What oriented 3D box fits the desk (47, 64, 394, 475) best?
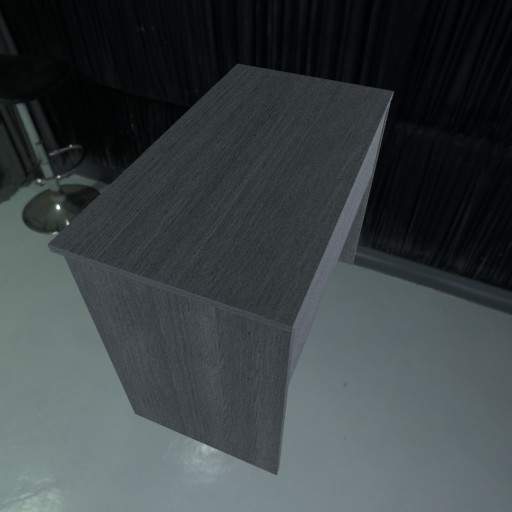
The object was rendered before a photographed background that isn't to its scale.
[{"bbox_3d":[0.000,0.000,1.331,0.498,0.724,0.893,17,48,15],"label":"desk"}]
